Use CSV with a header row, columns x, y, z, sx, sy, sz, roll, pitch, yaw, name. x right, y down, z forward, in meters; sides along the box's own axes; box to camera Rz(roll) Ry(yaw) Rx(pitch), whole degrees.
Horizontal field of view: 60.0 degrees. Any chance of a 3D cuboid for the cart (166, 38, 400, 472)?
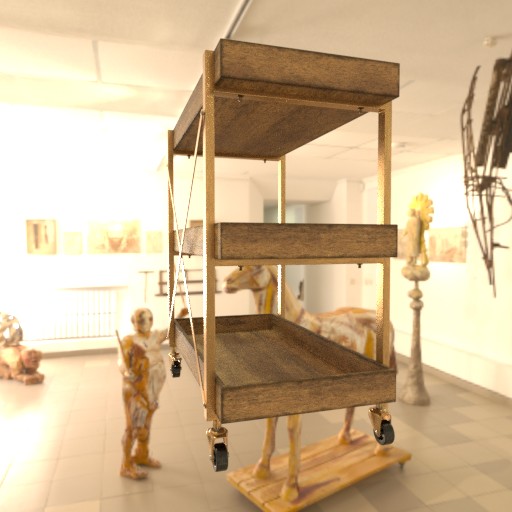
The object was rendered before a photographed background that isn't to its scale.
x,y,z,sx,sy,sz,roll,pitch,yaw,name
0.000,0.000,1.208,0.416,0.799,0.750,-1,2,-18,cart
